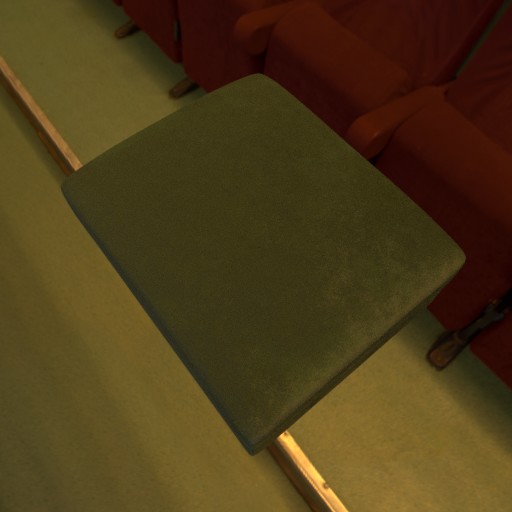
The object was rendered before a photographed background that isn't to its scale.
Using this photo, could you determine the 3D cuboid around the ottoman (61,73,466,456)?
[{"bbox_3d":[0.000,0.000,1.303,0.701,0.538,0.839,-35,68,-17],"label":"ottoman"}]
